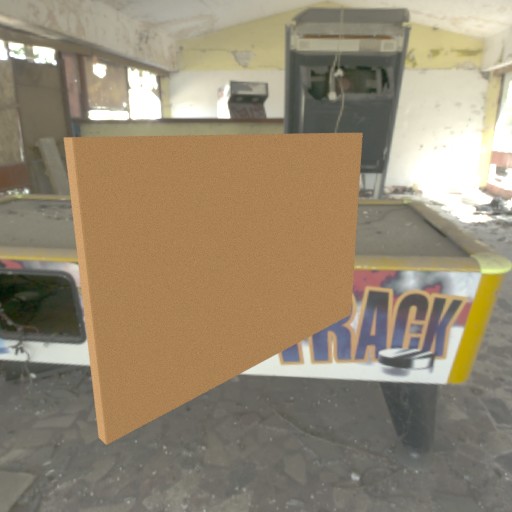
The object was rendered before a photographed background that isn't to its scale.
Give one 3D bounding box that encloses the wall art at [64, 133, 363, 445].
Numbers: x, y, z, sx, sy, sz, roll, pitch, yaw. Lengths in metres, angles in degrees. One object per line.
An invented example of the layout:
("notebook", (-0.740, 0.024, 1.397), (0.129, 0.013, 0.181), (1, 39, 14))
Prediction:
("wall art", (0.000, 0.000, 1.149), (0.033, 0.608, 0.915), (15, 22, 42))
